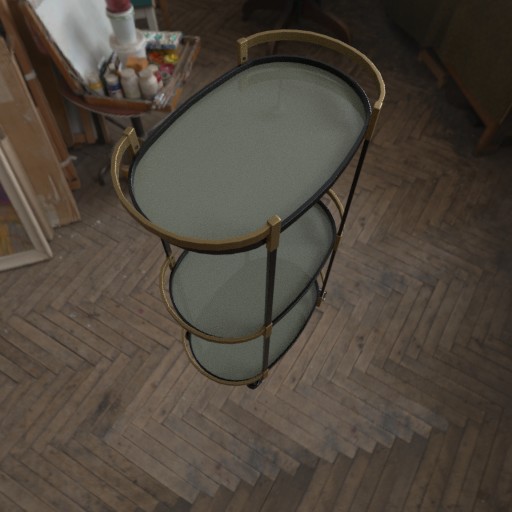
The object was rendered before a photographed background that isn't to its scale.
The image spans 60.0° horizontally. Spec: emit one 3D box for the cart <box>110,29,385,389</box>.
[{"bbox_3d":[0.000,0.000,1.098,0.311,0.885,0.515,33,65,18],"label":"cart"}]
